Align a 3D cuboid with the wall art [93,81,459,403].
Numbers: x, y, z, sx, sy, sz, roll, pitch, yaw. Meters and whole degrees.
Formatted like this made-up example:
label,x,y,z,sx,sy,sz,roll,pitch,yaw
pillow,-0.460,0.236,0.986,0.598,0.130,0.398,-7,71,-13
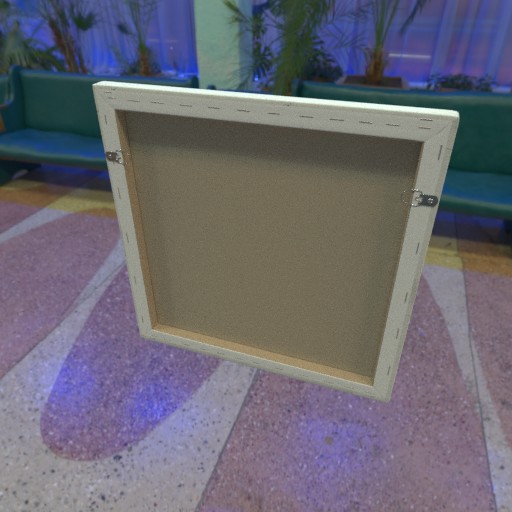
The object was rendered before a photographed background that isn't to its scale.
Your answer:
label,x,y,z,sx,sy,sz,roll,pitch,yaw
wall art,0.000,0.000,1.093,0.762,0.762,0.038,11,35,16
